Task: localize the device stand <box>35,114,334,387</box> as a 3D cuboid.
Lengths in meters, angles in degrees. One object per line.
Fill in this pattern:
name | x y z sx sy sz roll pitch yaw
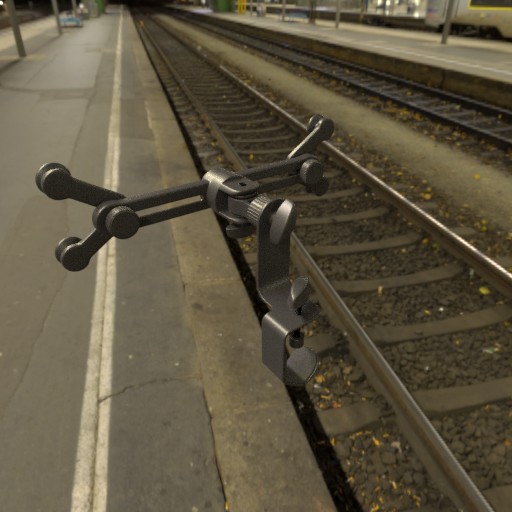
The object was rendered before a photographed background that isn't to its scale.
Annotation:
device stand | 0.000 0.000 0.358 0.270 0.166 0.142 -20 36 -30
